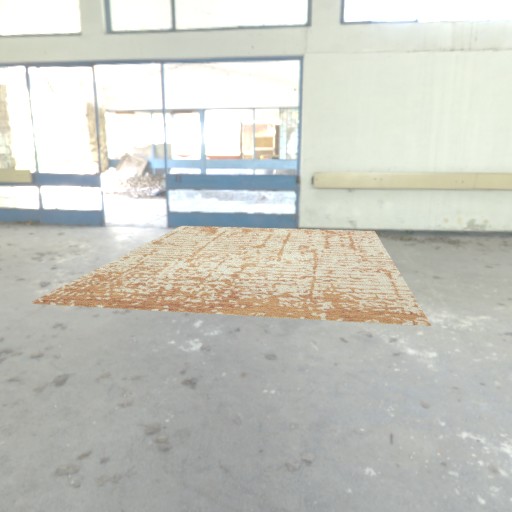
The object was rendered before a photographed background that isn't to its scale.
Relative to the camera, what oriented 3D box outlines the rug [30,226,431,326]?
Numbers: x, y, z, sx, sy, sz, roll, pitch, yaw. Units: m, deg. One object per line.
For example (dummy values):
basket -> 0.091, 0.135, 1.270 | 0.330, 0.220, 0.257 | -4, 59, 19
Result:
rug -> 0.000, 0.000, 4.099 | 2.441, 0.011, 3.050 | 2, 13, 9
